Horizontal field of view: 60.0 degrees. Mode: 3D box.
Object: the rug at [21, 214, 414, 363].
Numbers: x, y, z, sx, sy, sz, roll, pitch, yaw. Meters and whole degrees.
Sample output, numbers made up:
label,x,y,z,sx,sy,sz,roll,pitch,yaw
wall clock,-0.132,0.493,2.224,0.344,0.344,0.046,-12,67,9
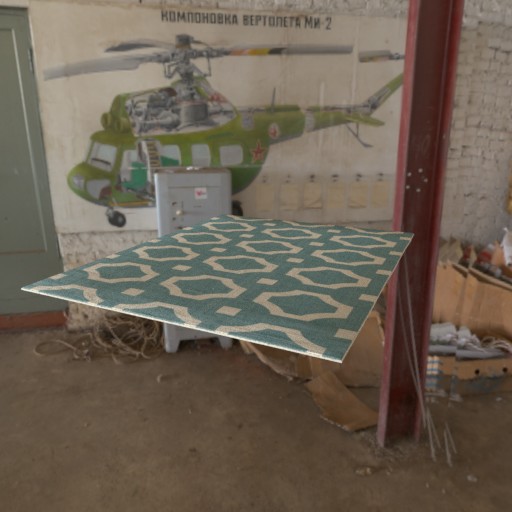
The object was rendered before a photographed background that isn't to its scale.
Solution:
label,x,y,z,sx,sy,sz,roll,pitch,yaw
rug,0.000,0.000,4.144,2.466,0.021,3.049,8,19,24
